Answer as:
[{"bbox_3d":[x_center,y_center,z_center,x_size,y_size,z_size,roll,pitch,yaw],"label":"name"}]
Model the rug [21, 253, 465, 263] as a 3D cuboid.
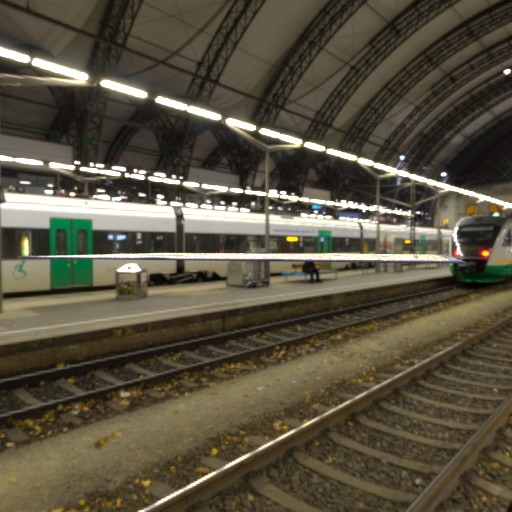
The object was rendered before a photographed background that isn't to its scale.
[{"bbox_3d":[0.000,0.000,2.201,1.781,0.012,1.184,0,1,20],"label":"rug"}]
